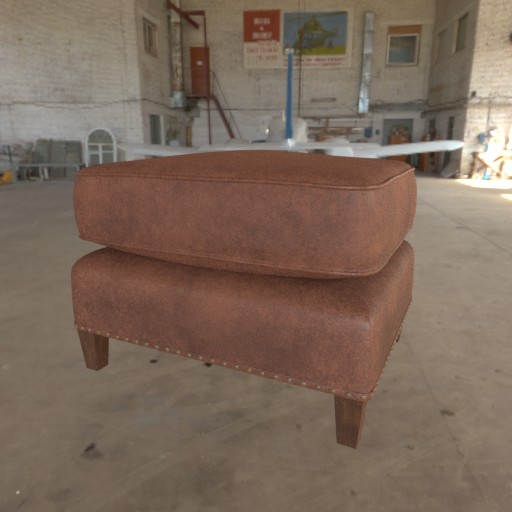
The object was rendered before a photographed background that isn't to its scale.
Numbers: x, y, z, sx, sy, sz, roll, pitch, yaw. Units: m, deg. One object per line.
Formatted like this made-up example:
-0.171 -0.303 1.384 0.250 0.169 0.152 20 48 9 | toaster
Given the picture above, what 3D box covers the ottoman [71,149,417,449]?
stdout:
0.000 0.000 1.149 0.738 0.537 0.589 7 17 25 | ottoman
